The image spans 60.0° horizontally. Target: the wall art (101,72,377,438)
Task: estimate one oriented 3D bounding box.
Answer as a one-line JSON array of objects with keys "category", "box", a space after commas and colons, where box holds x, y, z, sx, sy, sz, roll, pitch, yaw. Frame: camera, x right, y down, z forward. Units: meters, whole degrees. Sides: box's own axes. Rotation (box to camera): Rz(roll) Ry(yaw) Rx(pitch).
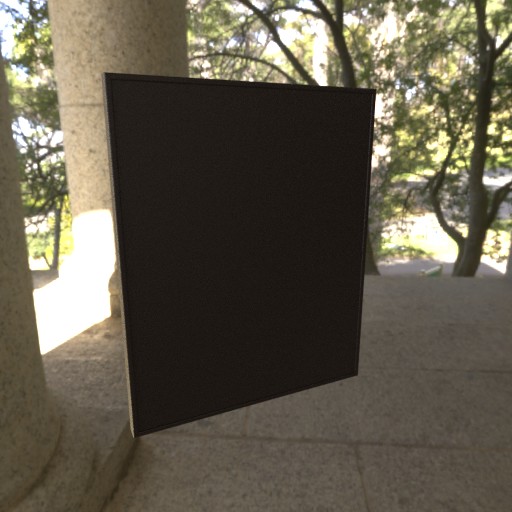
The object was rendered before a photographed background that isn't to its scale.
[{"category": "wall art", "box": [0.000, 0.000, 0.751, 0.451, 0.551, 0.028, -7, 16, -25]}]
